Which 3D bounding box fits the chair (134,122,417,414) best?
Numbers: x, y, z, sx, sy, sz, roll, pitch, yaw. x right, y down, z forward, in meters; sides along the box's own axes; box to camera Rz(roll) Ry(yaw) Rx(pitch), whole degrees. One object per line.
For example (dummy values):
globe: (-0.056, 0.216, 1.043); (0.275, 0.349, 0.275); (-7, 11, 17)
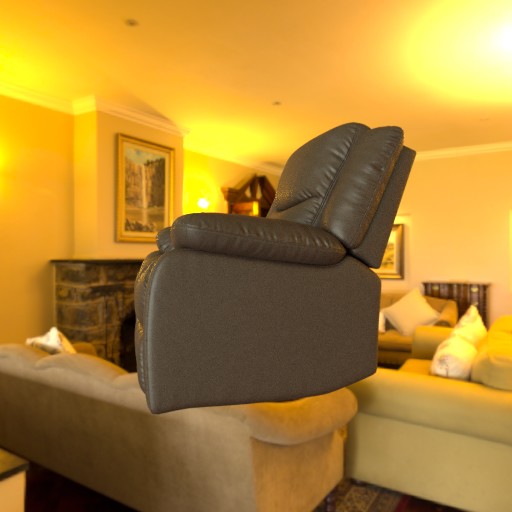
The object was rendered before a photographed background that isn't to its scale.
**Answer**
chair: (0.000, 0.000, 1.765); (0.934, 1.009, 0.899); (0, 0, -17)
